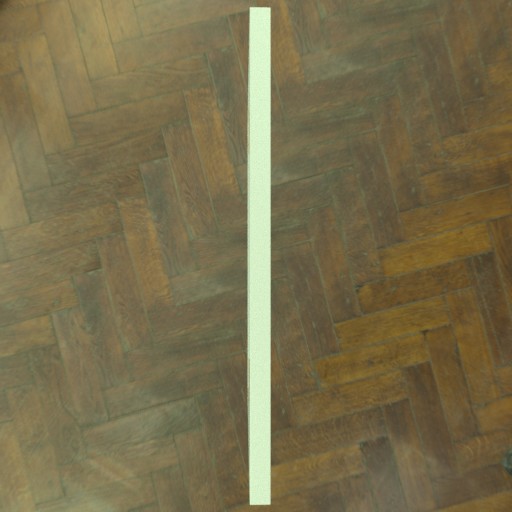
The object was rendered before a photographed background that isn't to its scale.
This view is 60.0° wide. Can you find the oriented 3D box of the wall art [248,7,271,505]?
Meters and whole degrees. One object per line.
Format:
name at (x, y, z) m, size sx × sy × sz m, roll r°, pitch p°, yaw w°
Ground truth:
wall art at (0.000, 0.000, 1.119) m, size 0.038 × 0.609 × 0.914 m, roll 0°, pitch 90°, yaw -1°
